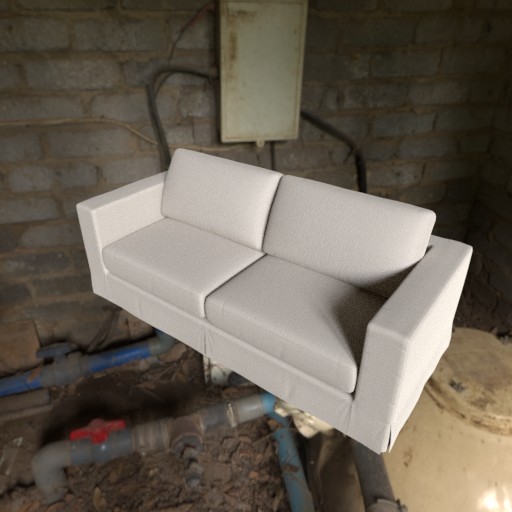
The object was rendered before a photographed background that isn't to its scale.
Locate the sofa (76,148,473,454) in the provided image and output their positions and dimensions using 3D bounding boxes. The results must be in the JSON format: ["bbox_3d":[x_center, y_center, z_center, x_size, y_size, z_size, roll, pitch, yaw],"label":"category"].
[{"bbox_3d":[0.000,0.000,2.637,2.163,0.881,0.954,21,36,31],"label":"sofa"}]
